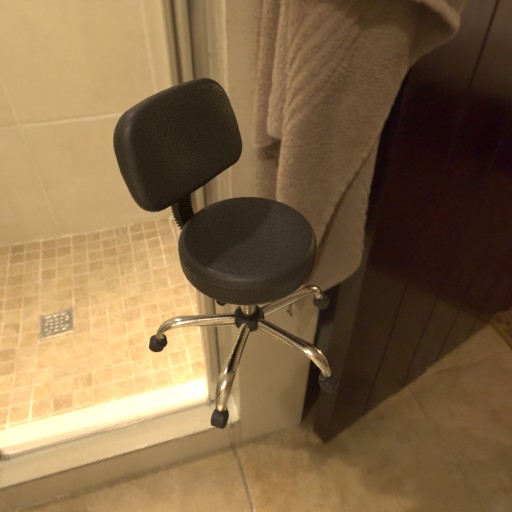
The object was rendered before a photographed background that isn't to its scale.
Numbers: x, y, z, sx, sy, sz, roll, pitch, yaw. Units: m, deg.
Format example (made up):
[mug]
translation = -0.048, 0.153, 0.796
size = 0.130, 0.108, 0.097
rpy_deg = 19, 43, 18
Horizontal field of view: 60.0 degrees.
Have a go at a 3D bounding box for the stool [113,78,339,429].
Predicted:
[stool]
translation = 0.000, 0.000, 1.314
size = 0.648, 0.862, 0.673
rpy_deg = 25, 48, 26
